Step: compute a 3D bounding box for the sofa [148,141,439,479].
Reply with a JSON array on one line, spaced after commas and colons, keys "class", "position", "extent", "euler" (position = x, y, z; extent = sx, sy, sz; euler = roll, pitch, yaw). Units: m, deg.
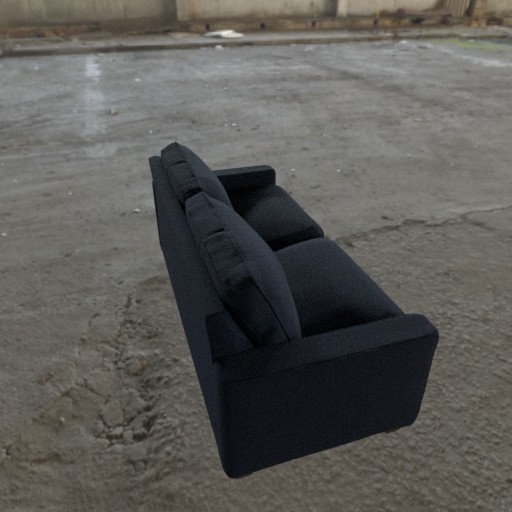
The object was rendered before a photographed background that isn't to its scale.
[{"class": "sofa", "position": [0.000, 0.000, 2.542], "extent": [0.940, 0.919, 2.080], "euler": [-10, 32, -15]}]
